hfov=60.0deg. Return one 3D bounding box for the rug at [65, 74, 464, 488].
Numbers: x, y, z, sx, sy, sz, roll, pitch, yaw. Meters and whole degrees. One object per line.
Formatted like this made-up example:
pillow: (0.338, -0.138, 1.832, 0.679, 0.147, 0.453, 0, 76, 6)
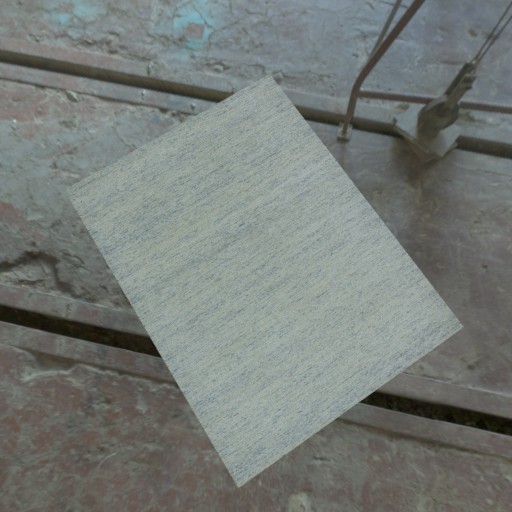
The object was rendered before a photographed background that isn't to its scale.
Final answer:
rug: (0.000, 0.000, 4.213, 2.438, 0.006, 3.197, -32, 78, -8)
